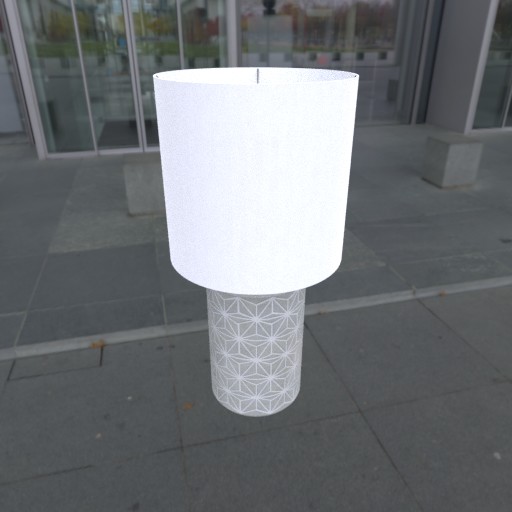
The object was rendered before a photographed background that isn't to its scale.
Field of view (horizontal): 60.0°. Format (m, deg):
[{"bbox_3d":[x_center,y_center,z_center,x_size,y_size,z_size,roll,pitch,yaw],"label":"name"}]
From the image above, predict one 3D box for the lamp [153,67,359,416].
[{"bbox_3d":[0.000,0.000,0.546,0.206,0.416,0.206,0,26,1],"label":"lamp"}]
